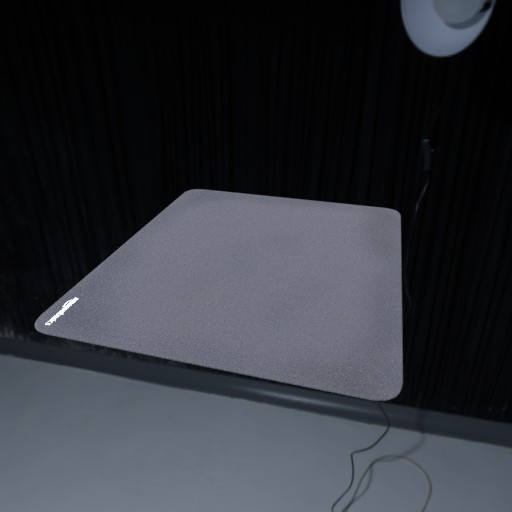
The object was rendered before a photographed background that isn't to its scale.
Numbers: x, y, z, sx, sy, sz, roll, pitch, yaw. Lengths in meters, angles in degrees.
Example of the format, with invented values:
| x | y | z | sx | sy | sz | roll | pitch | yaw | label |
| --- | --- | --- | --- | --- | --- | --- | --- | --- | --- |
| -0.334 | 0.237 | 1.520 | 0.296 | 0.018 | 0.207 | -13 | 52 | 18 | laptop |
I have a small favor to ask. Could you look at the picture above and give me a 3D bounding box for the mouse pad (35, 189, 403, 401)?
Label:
| x | y | z | sx | sy | sz | roll | pitch | yaw | label |
| --- | --- | --- | --- | --- | --- | --- | --- | --- | --- |
| 0.000 | 0.000 | 0.622 | 0.393 | 0.002 | 0.451 | 8 | 30 | 14 | mouse pad |
